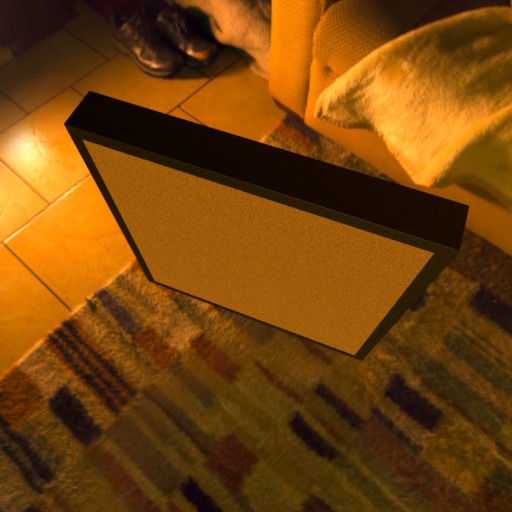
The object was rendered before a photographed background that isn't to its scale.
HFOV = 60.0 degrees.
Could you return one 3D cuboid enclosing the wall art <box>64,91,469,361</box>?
[{"bbox_3d":[0.000,0.000,0.460,0.304,0.304,0.038,19,65,9],"label":"wall art"}]
